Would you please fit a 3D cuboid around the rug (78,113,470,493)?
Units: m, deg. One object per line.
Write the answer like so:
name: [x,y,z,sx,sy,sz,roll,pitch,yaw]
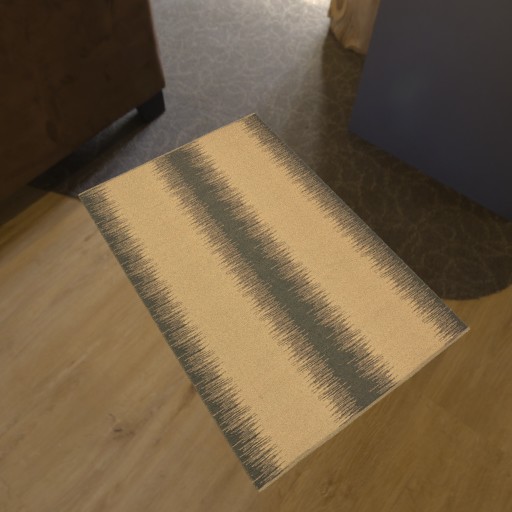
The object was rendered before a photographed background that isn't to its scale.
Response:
rug: [0.000,0.000,2.343,1.234,0.006,1.854,-30,63,-17]
